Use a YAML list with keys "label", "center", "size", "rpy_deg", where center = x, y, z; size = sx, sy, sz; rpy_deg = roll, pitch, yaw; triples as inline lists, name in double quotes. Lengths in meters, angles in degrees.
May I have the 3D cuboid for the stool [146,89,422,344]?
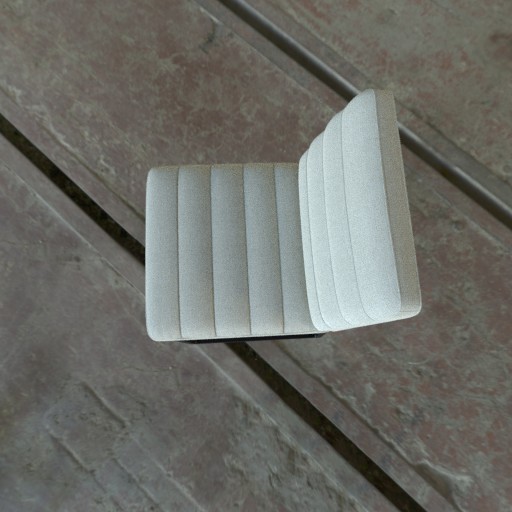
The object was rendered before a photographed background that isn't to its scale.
- label: "stool"
  center: [0.000, 0.000, 1.260]
  size: [0.560, 0.940, 0.460]
  rpy_deg: [-3, 77, -1]
